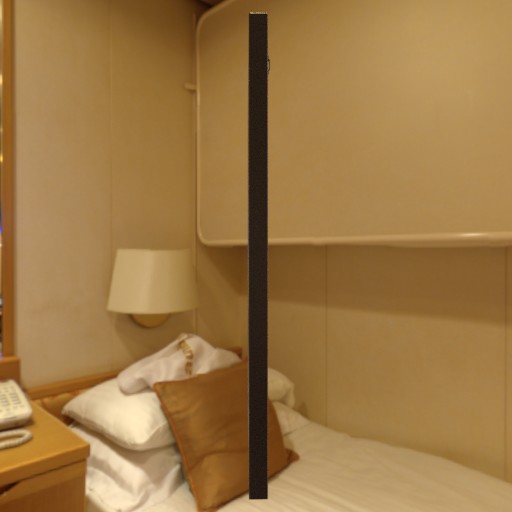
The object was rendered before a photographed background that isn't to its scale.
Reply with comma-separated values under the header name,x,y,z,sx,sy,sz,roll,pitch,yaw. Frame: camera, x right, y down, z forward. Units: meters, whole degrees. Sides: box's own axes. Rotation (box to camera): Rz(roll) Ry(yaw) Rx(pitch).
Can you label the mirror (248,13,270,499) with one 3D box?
name,x,y,z,sx,sy,sz,roll,pitch,yaw
mirror,0.000,0.000,1.138,0.040,0.915,0.609,0,1,-1
